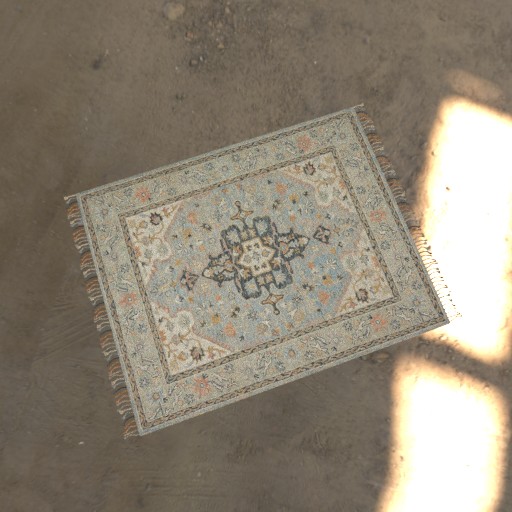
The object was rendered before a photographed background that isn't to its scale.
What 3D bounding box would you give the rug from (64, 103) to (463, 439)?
[{"bbox_3d":[0.000,0.000,2.269,1.730,0.009,1.278,-19,77,-5],"label":"rug"}]
